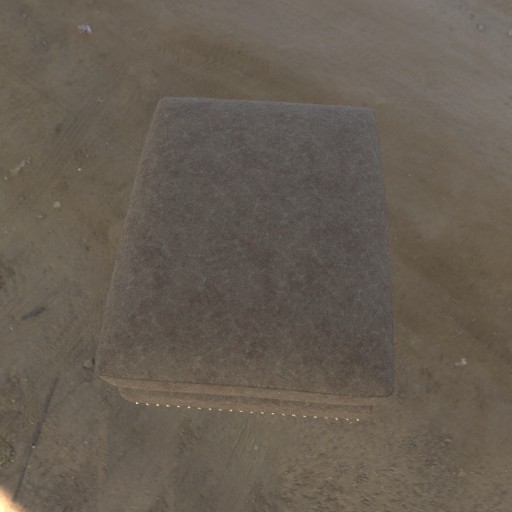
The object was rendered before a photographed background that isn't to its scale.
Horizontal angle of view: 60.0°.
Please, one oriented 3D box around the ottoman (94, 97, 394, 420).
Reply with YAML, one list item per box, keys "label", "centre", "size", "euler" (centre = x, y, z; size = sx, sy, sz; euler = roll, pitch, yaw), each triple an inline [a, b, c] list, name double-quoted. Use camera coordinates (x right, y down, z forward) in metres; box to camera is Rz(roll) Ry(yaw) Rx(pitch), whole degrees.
- label: "ottoman"
  centre: [0.000, 0.000, 1.147]
  size: [0.584, 0.513, 0.741]
  euler: [4, 63, 2]
